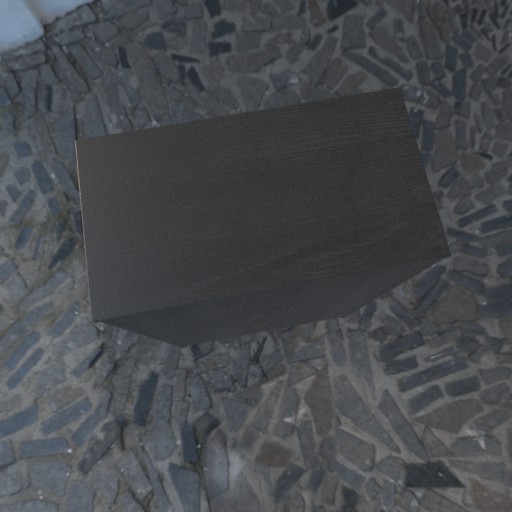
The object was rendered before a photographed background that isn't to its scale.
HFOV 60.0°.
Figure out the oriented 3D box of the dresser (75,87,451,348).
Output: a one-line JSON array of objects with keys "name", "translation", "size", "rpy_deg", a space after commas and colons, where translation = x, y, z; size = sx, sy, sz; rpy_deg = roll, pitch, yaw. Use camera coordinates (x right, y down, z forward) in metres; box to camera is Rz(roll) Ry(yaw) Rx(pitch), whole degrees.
[{"name": "dresser", "translation": [0.000, 0.000, 1.388], "size": [0.700, 1.020, 0.398], "rpy_deg": [-10, 76, -3]}]
